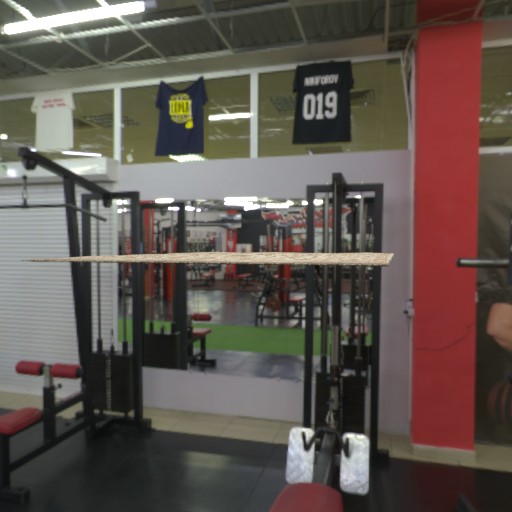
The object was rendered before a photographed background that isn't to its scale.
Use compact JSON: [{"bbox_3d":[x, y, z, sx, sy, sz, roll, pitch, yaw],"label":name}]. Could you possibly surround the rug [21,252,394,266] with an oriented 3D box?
[{"bbox_3d":[0.000,0.000,4.110,2.426,0.034,3.061,0,1,18],"label":"rug"}]
